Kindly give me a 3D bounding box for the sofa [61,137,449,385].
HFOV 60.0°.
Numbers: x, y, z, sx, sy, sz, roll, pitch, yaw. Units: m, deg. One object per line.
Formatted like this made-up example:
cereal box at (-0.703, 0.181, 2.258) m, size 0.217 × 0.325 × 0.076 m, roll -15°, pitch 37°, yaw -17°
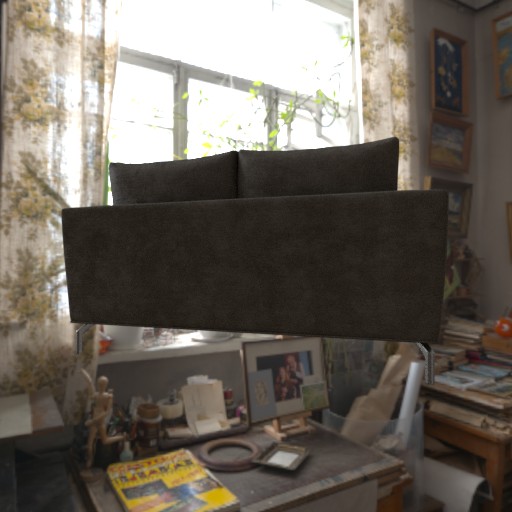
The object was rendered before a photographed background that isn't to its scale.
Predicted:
sofa at (0.000, 0.000, 2.345) m, size 1.832 × 1.013 × 0.855 m, roll 0°, pitch -1°, yaw 19°
